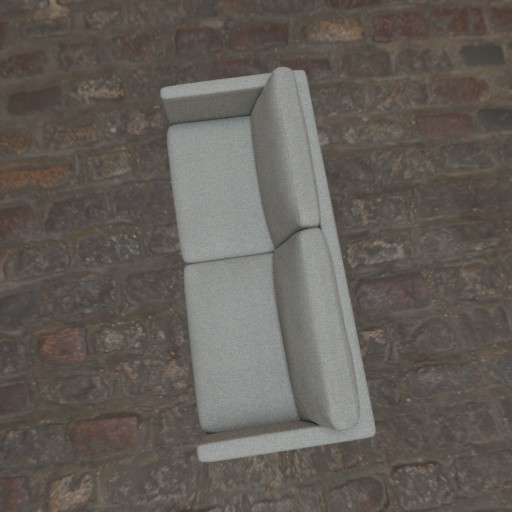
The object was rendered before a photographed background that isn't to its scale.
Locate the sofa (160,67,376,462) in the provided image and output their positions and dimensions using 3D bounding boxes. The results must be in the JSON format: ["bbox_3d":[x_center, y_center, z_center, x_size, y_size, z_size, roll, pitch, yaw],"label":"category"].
[{"bbox_3d":[0.000,0.000,2.770,0.956,0.963,2.208,-8,76,-2],"label":"sofa"}]
